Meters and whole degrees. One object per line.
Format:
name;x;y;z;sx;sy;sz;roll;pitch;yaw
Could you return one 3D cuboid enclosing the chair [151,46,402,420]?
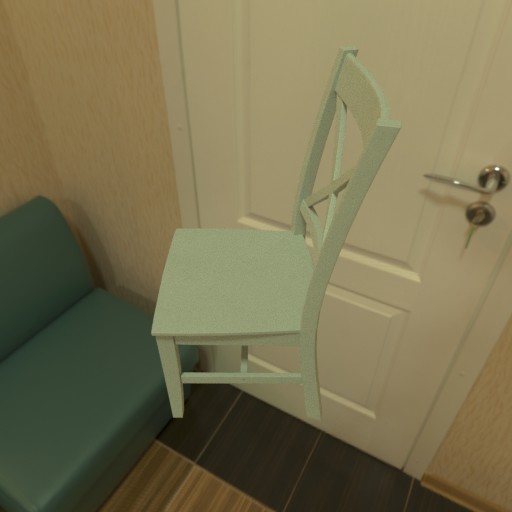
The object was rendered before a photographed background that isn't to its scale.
chair;0.000;0.000;1.253;0.542;0.983;0.485;0;40;0
